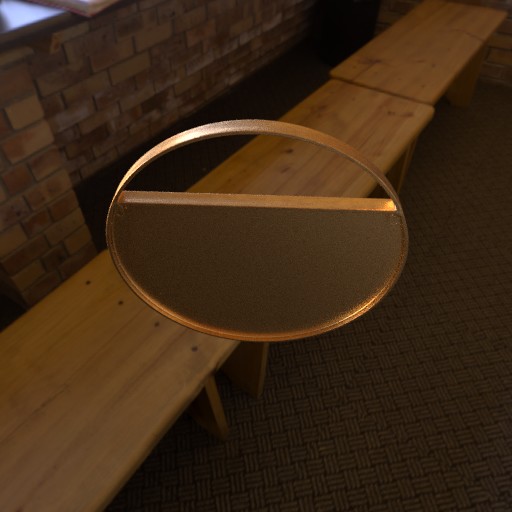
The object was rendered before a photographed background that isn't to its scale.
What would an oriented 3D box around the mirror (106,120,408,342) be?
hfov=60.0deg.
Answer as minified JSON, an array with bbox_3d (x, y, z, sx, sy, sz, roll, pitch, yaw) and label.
[{"bbox_3d":[0.000,0.000,0.864,0.565,0.565,0.032,2,47,2],"label":"mirror"}]
